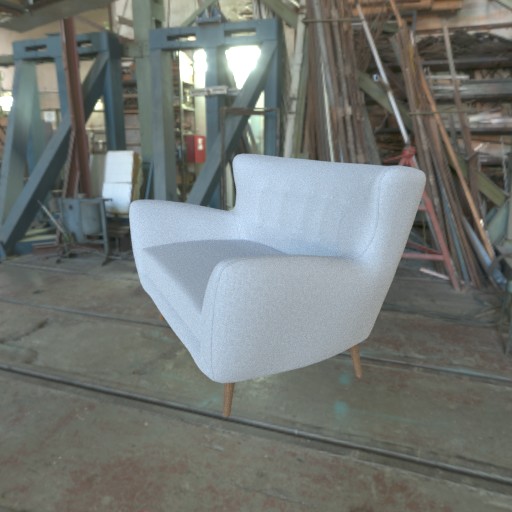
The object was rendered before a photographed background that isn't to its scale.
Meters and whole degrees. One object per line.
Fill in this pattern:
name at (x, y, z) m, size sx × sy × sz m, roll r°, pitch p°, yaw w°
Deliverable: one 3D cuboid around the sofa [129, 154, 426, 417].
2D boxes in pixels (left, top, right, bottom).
sofa at (0.000, 0.000, 2.055) m, size 0.921 × 0.878 × 1.424 m, roll -7°, pitch 17°, yaw -24°
